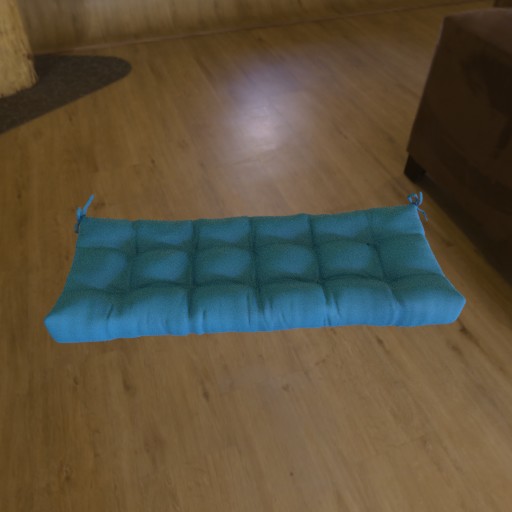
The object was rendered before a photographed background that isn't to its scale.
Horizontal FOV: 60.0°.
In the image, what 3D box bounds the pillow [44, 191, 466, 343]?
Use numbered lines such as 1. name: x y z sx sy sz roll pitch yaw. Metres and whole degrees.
1. pillow: 0.000 0.000 1.356 1.194 0.174 0.511 -2 45 -2
